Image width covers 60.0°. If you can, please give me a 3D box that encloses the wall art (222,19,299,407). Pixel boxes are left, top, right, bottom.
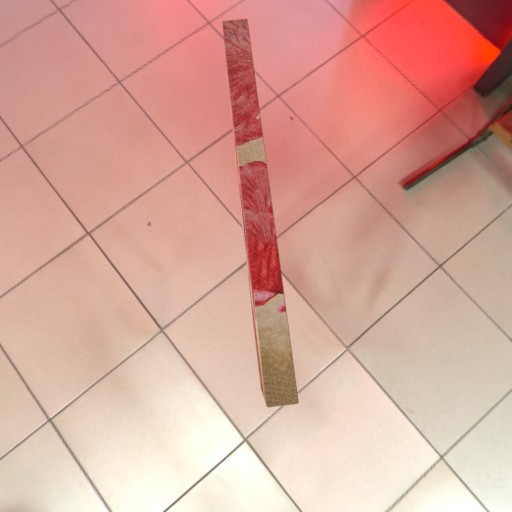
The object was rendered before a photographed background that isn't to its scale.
[{"bbox_3d":[0.000,0.000,0.681,0.028,0.508,0.406,-6,75,-2],"label":"wall art"}]
